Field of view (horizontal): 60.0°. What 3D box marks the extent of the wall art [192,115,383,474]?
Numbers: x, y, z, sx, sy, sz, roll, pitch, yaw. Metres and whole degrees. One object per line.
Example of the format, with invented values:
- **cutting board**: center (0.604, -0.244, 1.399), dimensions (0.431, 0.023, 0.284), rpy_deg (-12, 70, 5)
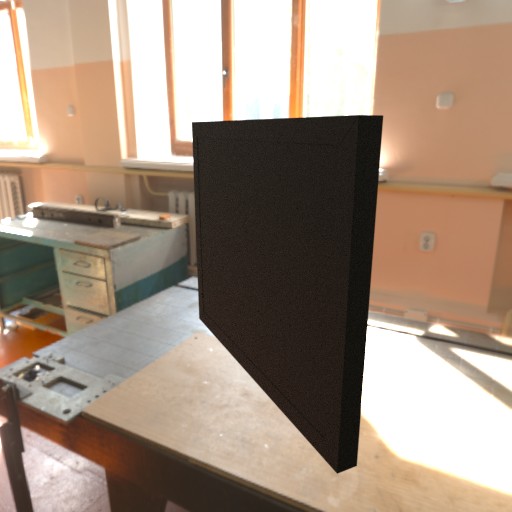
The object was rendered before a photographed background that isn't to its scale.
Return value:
- **wall art**: center (0.000, 0.000, 0.560), dimensions (0.024, 0.329, 0.404), rpy_deg (-8, 18, -25)
